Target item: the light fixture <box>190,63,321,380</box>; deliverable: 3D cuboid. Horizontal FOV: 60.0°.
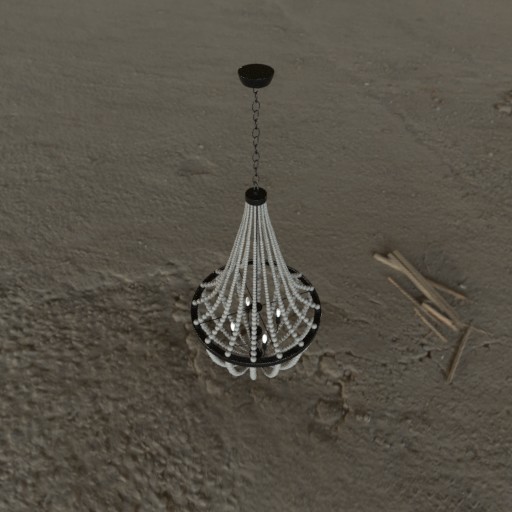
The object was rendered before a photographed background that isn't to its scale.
[{"bbox_3d":[0.000,0.000,1.351,0.450,1.133,0.450,0,46,0],"label":"light fixture"}]
